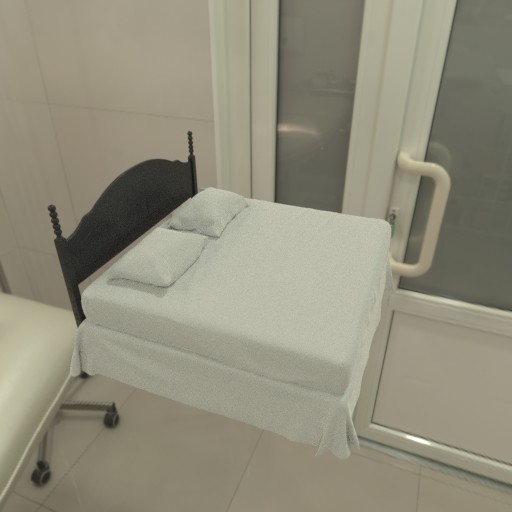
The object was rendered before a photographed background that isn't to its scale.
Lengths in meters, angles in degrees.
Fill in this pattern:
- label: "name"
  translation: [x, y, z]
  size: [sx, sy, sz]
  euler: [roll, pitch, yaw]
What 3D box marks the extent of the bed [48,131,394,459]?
- label: "bed"
  translation: [0.000, 0.000, 3.647]
  size: [2.219, 1.355, 2.322]
  euler: [12, 33, 18]
